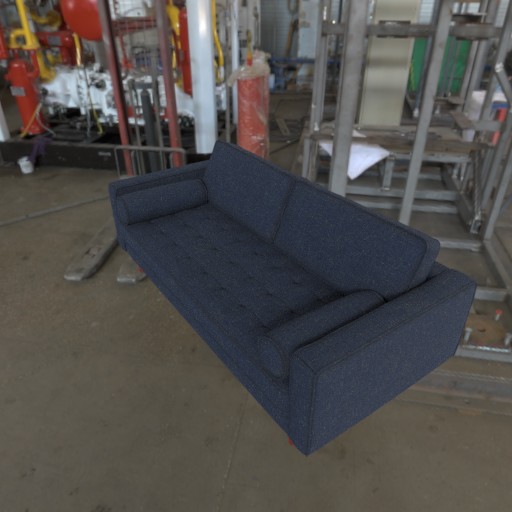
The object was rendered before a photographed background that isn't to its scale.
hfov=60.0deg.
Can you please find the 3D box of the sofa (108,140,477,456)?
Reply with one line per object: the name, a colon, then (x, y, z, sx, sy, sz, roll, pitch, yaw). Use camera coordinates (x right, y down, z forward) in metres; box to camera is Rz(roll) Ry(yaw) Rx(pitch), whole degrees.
sofa: (0.000, 0.000, 2.321, 0.914, 0.762, 1.880, -20, 37, -29)
